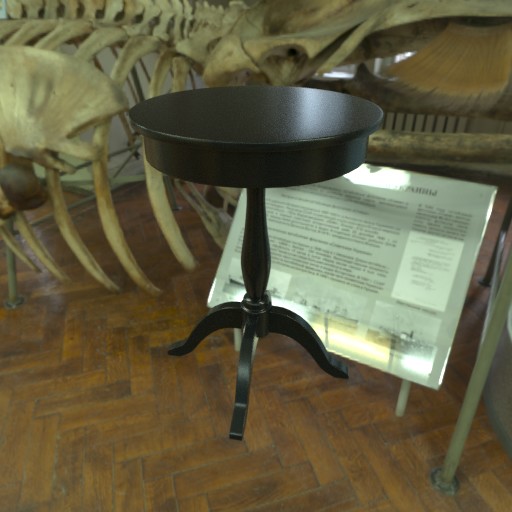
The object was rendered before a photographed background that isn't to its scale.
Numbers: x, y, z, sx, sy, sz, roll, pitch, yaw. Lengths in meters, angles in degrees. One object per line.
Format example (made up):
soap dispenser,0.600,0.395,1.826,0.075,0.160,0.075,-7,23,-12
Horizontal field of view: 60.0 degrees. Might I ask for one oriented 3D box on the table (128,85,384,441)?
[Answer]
table,0.000,0.000,1.019,0.481,0.665,0.481,0,30,0
